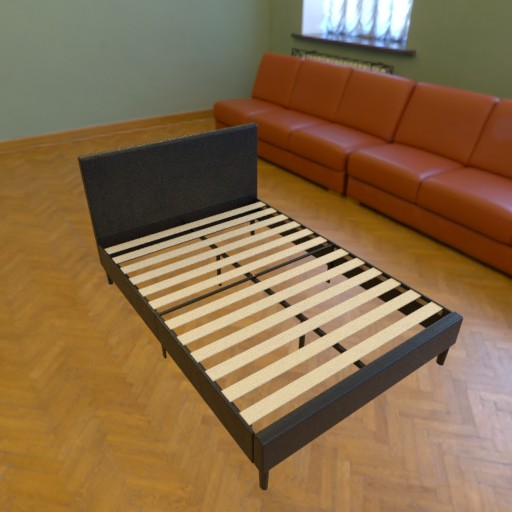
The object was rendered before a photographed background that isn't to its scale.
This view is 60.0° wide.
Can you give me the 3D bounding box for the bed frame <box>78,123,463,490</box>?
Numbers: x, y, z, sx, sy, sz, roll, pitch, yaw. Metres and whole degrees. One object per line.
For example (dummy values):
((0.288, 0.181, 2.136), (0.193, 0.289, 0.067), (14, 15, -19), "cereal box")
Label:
((0.000, 0.000, 2.909), (1.469, 1.046, 2.152), (-21, 37, -30), "bed frame")
